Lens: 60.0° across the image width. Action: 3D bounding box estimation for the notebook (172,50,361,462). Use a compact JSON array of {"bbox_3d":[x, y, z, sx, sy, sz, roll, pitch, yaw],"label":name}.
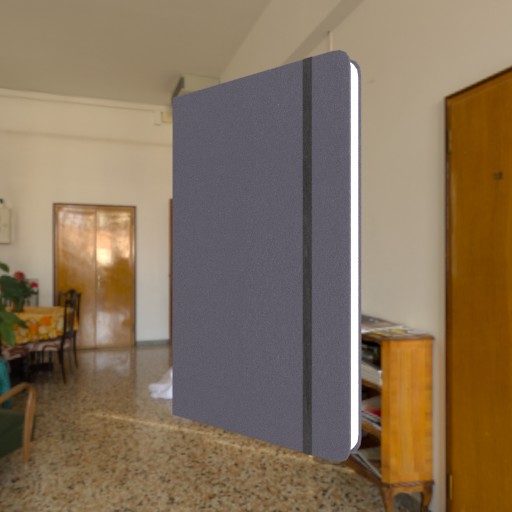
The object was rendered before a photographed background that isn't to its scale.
[{"bbox_3d":[0.000,0.000,0.266,0.127,0.213,0.016,0,0,35],"label":"notebook"}]
